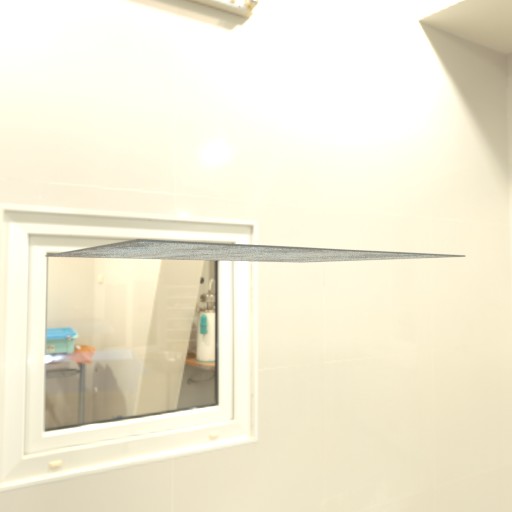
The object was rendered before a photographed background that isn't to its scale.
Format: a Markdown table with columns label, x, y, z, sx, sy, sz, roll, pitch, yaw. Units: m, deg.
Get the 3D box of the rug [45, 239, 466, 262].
| label | x | y | z | sx | sy | sz | roll | pitch | yaw |
| --- | --- | --- | --- | --- | --- | --- | --- | --- | --- |
| rug | 0.000 | 0.000 | 4.296 | 3.307 | 0.013 | 2.393 | 2 | -3 | -36 |
